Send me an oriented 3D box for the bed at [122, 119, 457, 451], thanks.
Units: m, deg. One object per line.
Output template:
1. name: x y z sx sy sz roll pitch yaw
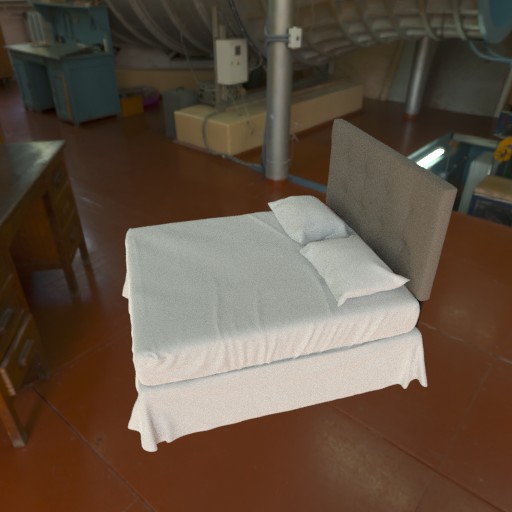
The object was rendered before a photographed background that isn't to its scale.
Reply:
1. bed: 0.000 0.000 3.464 2.222 1.577 1.936 -9 33 -13
